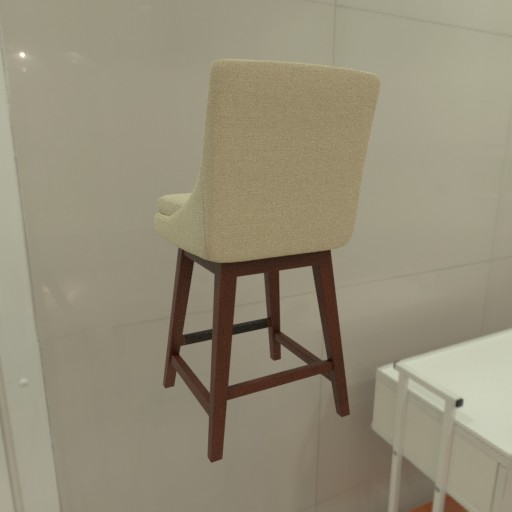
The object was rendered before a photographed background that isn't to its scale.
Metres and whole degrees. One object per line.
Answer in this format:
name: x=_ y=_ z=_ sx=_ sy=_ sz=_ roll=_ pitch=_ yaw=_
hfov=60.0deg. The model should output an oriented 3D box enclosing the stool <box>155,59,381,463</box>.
stool: x=0.000 y=0.000 z=1.323 sx=0.469 sy=0.991 sz=0.559 roll=-7 pitch=16 yaw=-27
